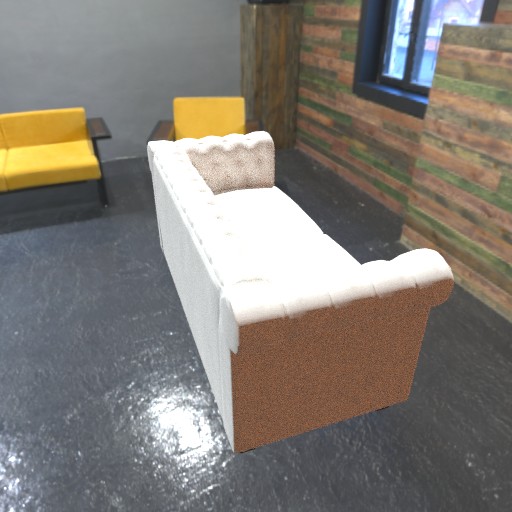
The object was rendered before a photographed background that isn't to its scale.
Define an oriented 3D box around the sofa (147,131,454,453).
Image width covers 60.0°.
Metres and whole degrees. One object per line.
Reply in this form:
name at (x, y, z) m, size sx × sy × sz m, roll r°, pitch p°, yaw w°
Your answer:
sofa at (0.000, 0.000, 2.219) m, size 0.771 × 0.796 × 1.798 m, roll -10°, pitch 32°, yaw -17°
